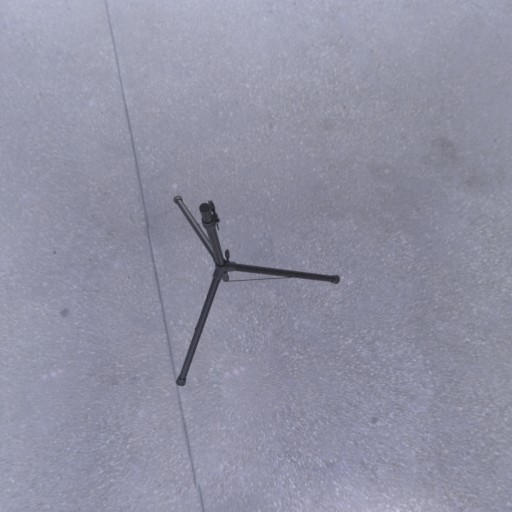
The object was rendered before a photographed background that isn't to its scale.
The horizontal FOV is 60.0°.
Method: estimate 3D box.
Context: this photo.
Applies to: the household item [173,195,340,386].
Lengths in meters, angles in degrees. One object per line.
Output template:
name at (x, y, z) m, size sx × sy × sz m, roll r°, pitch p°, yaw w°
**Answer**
household item at (0.000, 0.000, 1.875) m, size 0.907 × 1.136 × 1.045 m, roll -2°, pitch 74°, yaw -1°
